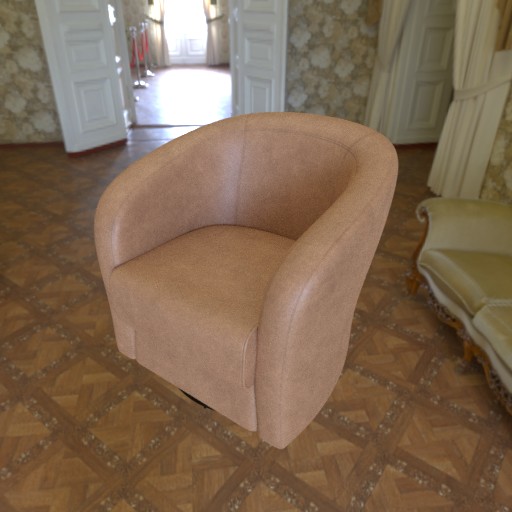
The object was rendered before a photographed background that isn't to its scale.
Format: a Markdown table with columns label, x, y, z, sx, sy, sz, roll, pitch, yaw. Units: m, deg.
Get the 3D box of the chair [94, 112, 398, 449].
| label | x | y | z | sx | sy | sz | roll | pitch | yaw |
| --- | --- | --- | --- | --- | --- | --- | --- | --- | --- |
| chair | 0.000 | 0.000 | 1.450 | 0.791 | 0.771 | 0.815 | 20 | 35 | 31 |
